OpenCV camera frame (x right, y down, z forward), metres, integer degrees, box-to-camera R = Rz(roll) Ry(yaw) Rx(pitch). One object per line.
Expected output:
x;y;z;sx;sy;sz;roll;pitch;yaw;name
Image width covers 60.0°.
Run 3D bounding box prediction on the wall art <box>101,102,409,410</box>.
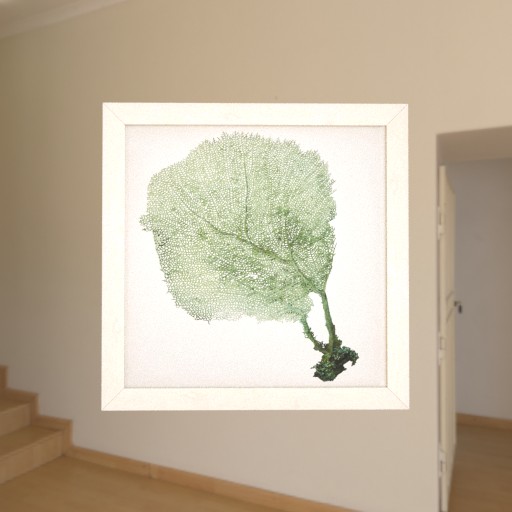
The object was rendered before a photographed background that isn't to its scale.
0.000;0.000;0.853;0.584;0.584;0.013;0;-1;-1;wall art
